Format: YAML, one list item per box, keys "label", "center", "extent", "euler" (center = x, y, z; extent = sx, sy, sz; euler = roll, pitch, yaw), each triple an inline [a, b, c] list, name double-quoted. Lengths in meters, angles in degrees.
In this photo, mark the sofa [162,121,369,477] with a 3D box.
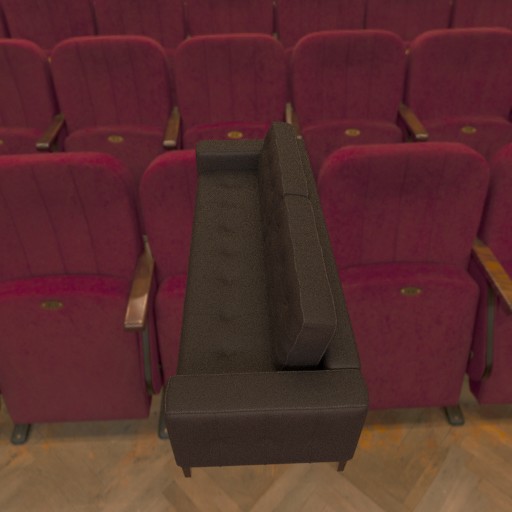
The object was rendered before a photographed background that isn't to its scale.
- label: "sofa"
  center: [0.000, 0.000, 2.675]
  extent: [0.833, 0.893, 2.275]
  euler: [-1, 42, -2]
